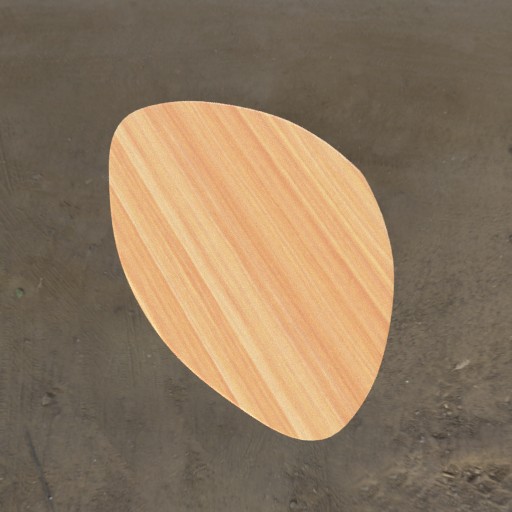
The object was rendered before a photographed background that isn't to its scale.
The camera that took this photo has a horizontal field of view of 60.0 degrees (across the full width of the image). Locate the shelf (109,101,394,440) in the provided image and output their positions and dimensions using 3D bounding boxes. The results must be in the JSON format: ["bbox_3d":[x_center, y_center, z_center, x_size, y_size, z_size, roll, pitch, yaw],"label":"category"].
[{"bbox_3d":[0.000,0.000,1.641,0.845,0.440,1.246,-31,76,-9],"label":"shelf"}]
